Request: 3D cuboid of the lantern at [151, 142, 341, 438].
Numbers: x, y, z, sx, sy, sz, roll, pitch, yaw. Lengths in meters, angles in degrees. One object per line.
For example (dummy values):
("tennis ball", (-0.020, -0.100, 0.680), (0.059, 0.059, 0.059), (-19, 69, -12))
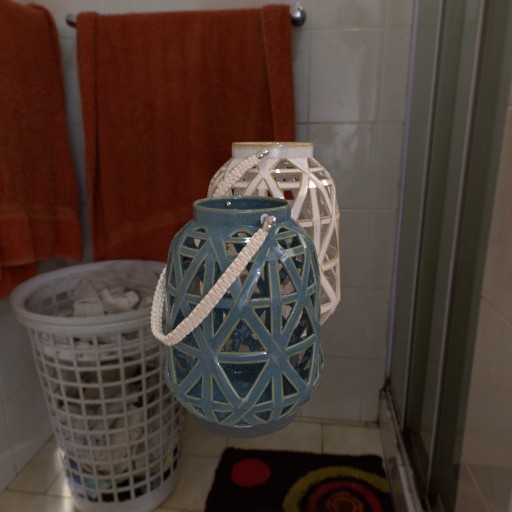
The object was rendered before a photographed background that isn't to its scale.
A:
("lantern", (0.000, 0.000, 0.627), (0.245, 0.307, 0.439), (3, 16, 10))
